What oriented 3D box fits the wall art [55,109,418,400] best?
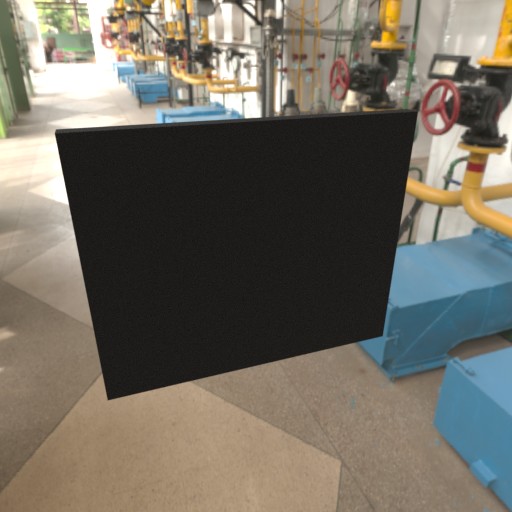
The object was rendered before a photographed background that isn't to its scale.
[{"bbox_3d":[0.000,0.000,0.766,0.558,0.457,0.031,-9,28,-17],"label":"wall art"}]
